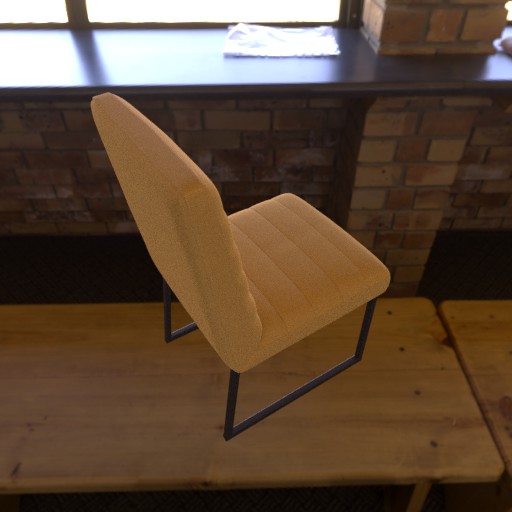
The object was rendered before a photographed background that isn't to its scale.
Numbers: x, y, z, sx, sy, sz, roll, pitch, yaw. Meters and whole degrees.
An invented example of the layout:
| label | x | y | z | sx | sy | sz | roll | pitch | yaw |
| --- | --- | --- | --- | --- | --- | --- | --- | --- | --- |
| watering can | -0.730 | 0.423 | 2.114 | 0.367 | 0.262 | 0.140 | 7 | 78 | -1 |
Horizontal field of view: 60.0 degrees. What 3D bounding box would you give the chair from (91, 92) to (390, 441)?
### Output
| label | x | y | z | sx | sy | sz | roll | pitch | yaw |
| --- | --- | --- | --- | --- | --- | --- | --- | --- | --- |
| chair | 0.000 | 0.000 | 1.303 | 0.634 | 0.930 | 0.520 | -23 | 46 | -24 |
